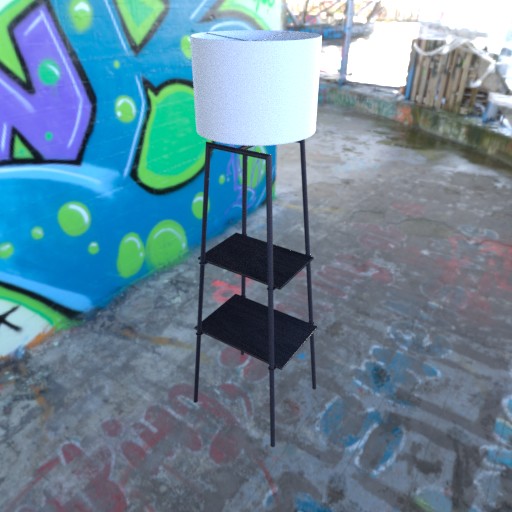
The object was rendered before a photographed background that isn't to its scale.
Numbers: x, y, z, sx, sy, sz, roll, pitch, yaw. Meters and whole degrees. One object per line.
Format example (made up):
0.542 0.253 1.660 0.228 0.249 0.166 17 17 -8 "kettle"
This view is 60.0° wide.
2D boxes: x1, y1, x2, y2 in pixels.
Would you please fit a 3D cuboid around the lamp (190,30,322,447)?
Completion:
0.000 0.000 1.647 0.427 1.474 0.384 19 35 29 "lamp"
